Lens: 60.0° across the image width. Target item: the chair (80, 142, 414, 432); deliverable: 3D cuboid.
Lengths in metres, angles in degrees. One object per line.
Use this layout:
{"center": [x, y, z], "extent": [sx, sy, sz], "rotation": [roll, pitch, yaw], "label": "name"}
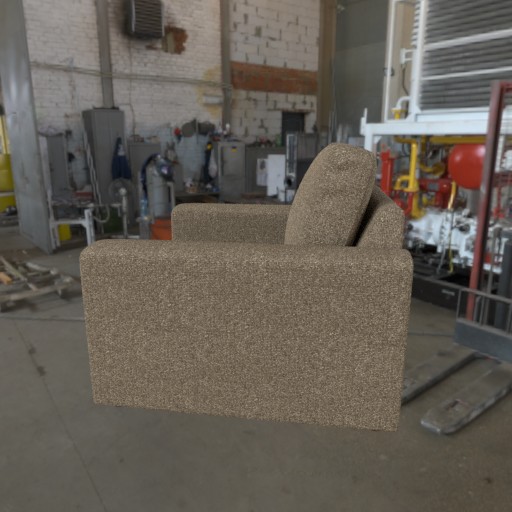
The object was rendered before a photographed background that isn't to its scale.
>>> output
{"center": [0.000, 0.000, 1.767], "extent": [1.016, 0.873, 1.005], "rotation": [2, 15, 9], "label": "chair"}
